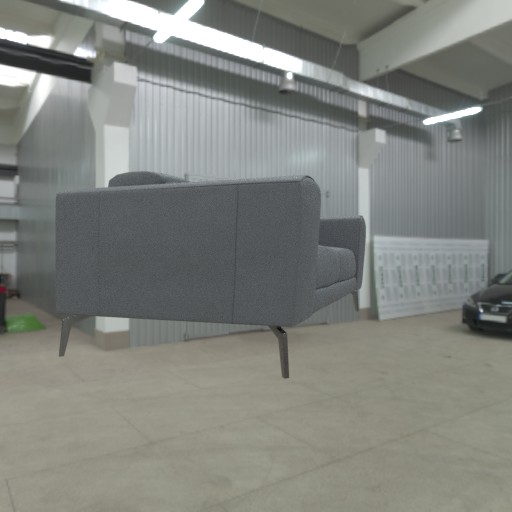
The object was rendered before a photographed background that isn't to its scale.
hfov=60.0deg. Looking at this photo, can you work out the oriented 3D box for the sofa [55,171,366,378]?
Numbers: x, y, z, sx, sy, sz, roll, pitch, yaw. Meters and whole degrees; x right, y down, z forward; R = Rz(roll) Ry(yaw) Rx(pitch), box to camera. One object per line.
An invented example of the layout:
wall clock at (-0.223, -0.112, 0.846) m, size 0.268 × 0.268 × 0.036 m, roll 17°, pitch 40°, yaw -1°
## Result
sofa at (0.000, 0.000, 2.417) m, size 1.003 × 0.779 × 1.895 m, roll 0°, pitch 0°, yaw 20°
